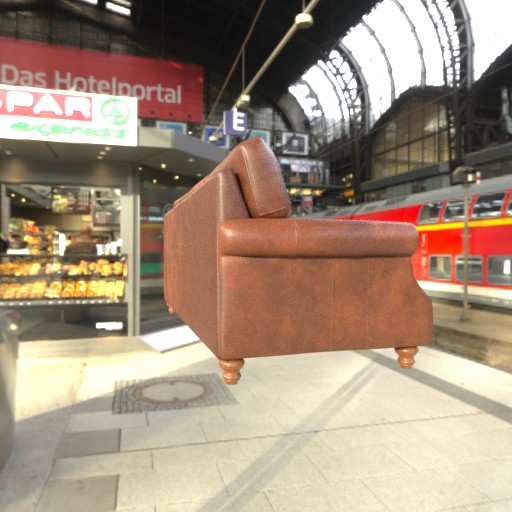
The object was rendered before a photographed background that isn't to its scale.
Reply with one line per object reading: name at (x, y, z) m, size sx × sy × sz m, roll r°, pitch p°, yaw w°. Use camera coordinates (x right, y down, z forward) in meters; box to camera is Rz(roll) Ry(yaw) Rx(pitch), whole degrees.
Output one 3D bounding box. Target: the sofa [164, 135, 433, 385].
sofa at (0.000, 0.000, 2.820) m, size 0.973 × 0.977 × 2.351 m, roll 0°, pitch 1°, yaw -17°
